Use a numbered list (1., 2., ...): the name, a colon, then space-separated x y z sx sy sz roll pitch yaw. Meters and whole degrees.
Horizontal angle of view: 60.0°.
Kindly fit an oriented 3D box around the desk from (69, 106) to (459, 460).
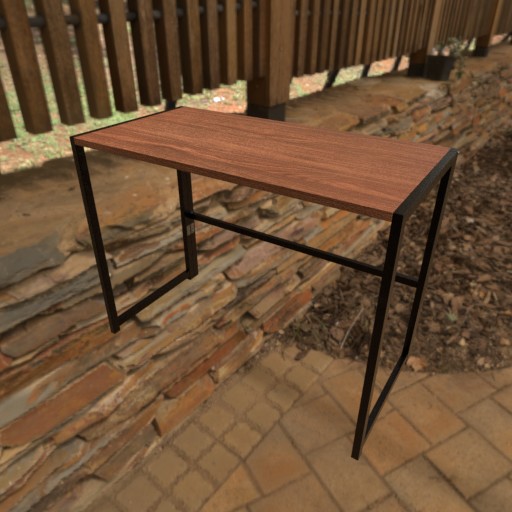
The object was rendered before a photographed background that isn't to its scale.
1. desk: 0.000 0.000 1.472 1.016 0.762 0.508 18 35 28
